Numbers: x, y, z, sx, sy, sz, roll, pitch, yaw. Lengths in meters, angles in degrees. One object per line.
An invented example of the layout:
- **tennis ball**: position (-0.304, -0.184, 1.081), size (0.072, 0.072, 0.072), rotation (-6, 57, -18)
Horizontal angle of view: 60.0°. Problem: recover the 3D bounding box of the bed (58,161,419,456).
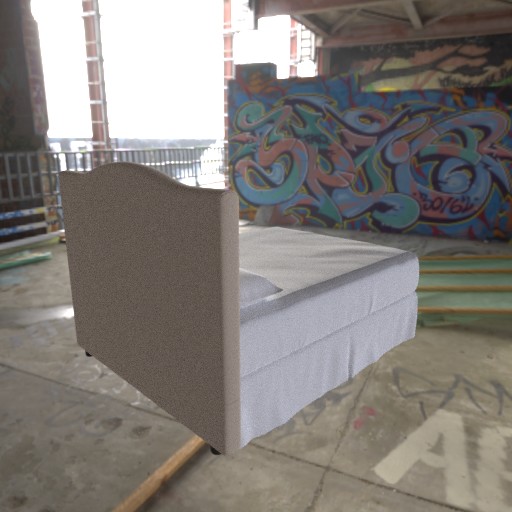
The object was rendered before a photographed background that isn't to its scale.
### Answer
- **bed**: position (0.000, 0.000, 3.328), size (2.143, 1.460, 1.753), rotation (-14, 20, -43)
